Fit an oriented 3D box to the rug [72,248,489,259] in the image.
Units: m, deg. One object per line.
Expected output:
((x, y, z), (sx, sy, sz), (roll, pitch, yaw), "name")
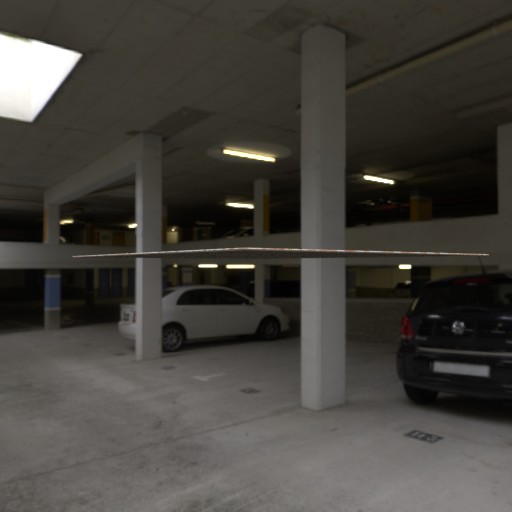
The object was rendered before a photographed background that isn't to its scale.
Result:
((0.000, 0.000, 4.072), (2.441, 0.011, 3.050), (1, -1, -37), "rug")
